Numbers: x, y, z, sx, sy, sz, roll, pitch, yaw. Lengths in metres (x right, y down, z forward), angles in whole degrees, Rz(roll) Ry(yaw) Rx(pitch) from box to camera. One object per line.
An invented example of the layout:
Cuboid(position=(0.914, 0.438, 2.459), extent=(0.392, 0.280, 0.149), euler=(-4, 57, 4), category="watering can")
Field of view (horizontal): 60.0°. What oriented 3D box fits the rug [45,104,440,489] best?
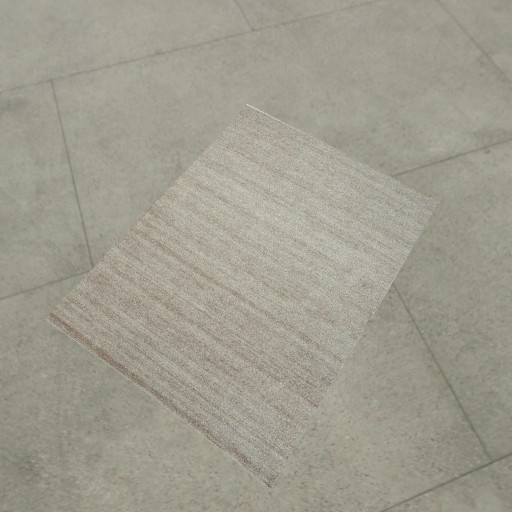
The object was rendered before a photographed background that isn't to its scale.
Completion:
Cuboid(position=(0.000, 0.000, 4.276), extent=(2.434, 0.045, 3.202), euler=(31, 67, 15), category="rug")
